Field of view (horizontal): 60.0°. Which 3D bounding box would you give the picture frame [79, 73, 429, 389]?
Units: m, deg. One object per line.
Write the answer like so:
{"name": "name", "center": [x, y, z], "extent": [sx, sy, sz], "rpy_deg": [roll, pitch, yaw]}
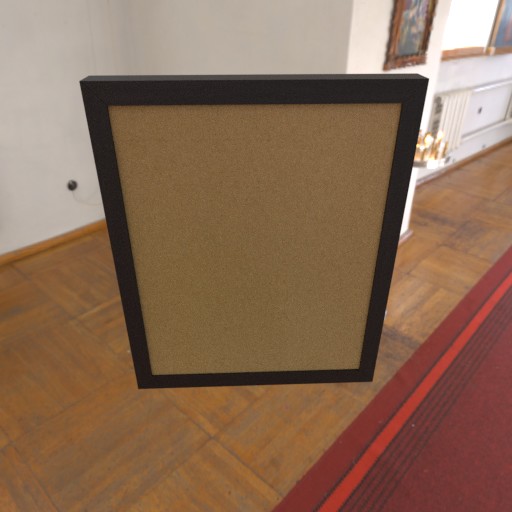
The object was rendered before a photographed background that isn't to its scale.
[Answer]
{"name": "picture frame", "center": [0.000, 0.000, 0.733], "extent": [0.452, 0.555, 0.044], "rpy_deg": [-1, 31, -2]}
